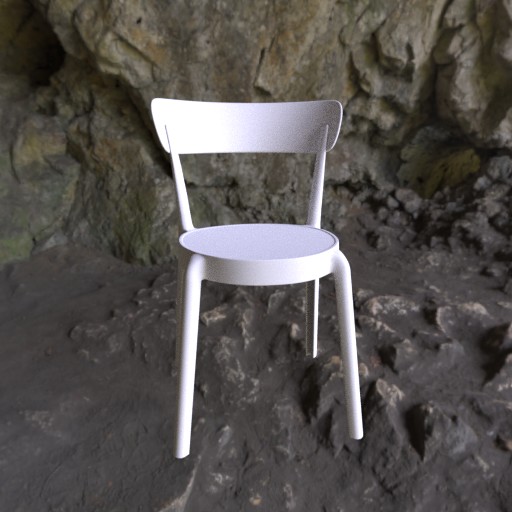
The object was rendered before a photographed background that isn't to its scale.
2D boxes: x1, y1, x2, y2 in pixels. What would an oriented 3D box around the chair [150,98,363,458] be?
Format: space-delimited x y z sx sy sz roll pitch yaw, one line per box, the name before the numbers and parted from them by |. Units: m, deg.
chair | 0.000 0.000 1.151 0.506 0.790 0.491 -2 16 -8
